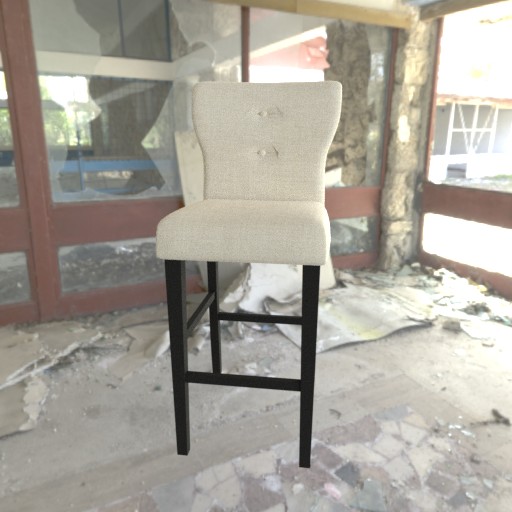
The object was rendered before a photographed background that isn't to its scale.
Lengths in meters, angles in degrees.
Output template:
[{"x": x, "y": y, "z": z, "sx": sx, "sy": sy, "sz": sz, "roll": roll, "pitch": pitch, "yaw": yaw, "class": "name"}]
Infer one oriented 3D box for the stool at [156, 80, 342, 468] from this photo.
[{"x": 0.000, "y": 0.000, "z": 1.439, "sx": 0.516, "sy": 1.124, "sz": 0.603, "roll": 2, "pitch": 15, "yaw": 8, "class": "stool"}]
